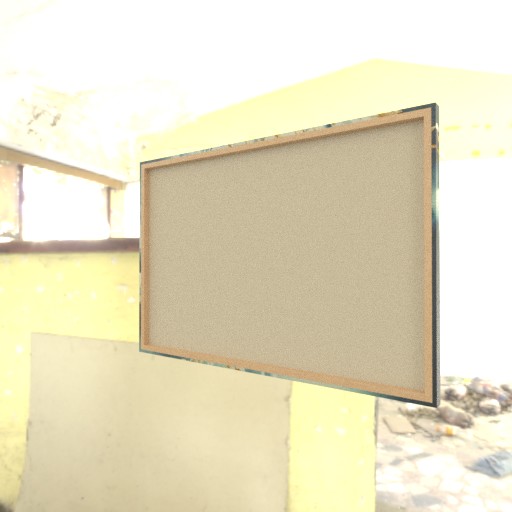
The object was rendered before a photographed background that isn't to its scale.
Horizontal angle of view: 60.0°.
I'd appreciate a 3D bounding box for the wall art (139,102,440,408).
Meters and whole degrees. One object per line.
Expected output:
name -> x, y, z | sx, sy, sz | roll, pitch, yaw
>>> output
wall art -> 0.000, 0.000, 1.452 | 1.138, 0.759, 0.035 | 0, -1, 37
